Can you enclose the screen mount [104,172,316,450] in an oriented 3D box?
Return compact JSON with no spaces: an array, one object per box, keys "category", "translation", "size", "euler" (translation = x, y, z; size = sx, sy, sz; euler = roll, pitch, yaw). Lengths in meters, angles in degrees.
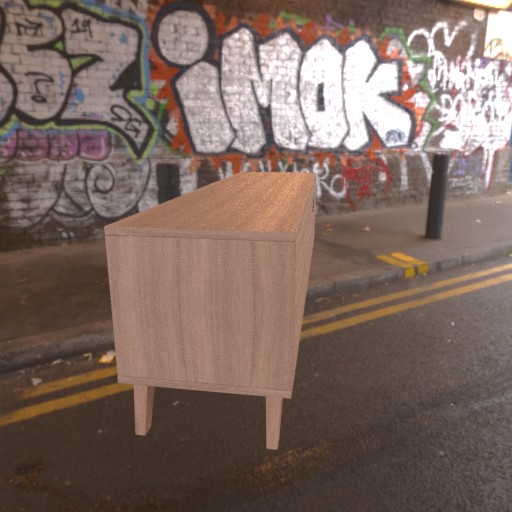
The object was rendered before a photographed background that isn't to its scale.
[{"category":"screen mount","translation":[0.000,0.000,1.669],"size":[0.401,0.509,1.500],"euler":[2,15,9]}]
